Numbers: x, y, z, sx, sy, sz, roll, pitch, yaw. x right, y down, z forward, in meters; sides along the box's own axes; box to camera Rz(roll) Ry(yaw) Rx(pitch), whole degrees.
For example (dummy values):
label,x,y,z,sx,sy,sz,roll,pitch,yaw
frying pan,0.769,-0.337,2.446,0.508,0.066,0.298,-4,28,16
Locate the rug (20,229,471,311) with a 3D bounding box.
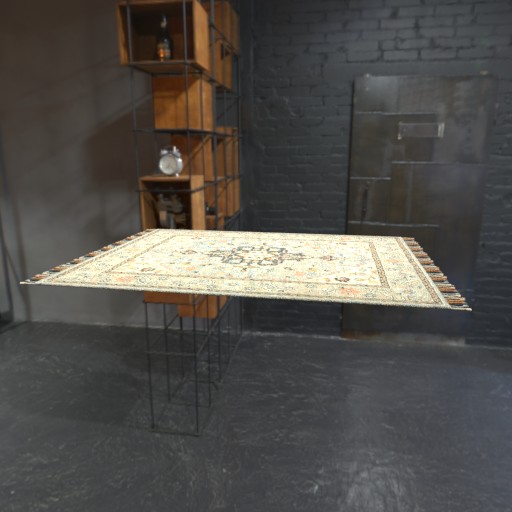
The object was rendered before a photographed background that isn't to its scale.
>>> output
label,x,y,z,sx,sy,sz,roll,pitch,yaw
rug,0.000,0.000,2.253,1.730,0.009,1.278,2,14,10
